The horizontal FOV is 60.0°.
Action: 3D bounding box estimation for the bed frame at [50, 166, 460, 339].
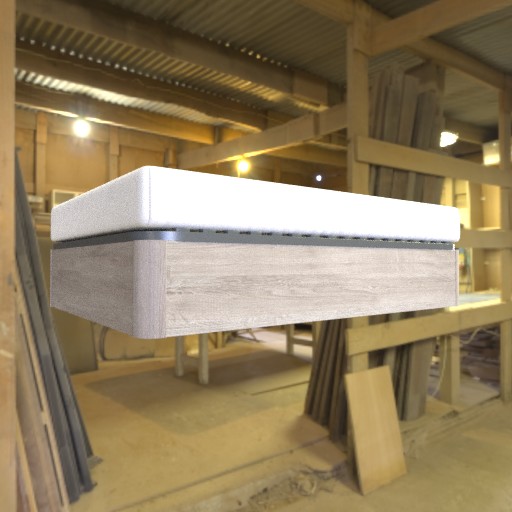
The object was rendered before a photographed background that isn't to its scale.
[{"bbox_3d":[0.000,0.000,2.510,1.900,0.561,1.400,1,-1,-36],"label":"bed frame"}]
